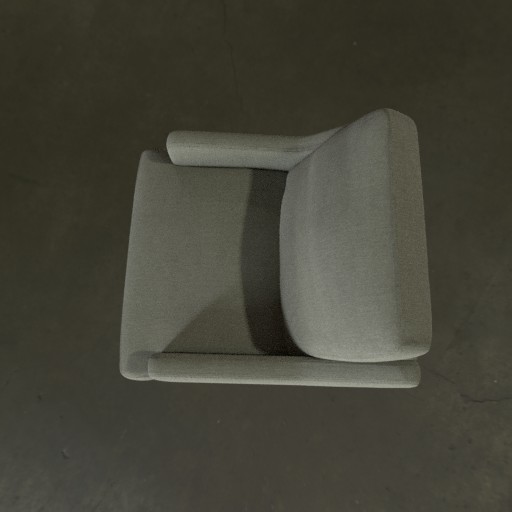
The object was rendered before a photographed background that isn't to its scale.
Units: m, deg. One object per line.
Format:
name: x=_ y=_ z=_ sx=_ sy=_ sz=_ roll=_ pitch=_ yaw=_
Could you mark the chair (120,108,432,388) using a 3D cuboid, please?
chair: x=0.000 y=0.000 z=1.484 sx=0.892 sy=0.821 sz=0.826 roll=1 pitch=76 yaw=0
